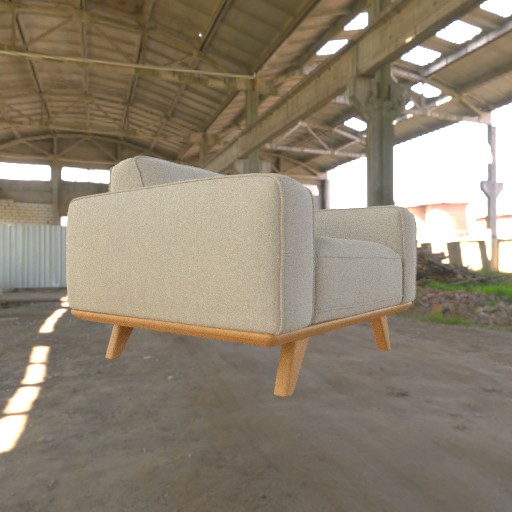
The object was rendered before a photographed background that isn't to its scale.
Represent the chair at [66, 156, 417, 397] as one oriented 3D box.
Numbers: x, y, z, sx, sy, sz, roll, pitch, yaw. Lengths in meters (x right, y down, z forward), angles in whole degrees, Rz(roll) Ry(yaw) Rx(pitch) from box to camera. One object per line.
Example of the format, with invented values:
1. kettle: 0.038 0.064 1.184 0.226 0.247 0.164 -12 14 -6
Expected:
1. chair: 0.000 0.000 1.761 0.953 0.779 1.115 0 -1 36
